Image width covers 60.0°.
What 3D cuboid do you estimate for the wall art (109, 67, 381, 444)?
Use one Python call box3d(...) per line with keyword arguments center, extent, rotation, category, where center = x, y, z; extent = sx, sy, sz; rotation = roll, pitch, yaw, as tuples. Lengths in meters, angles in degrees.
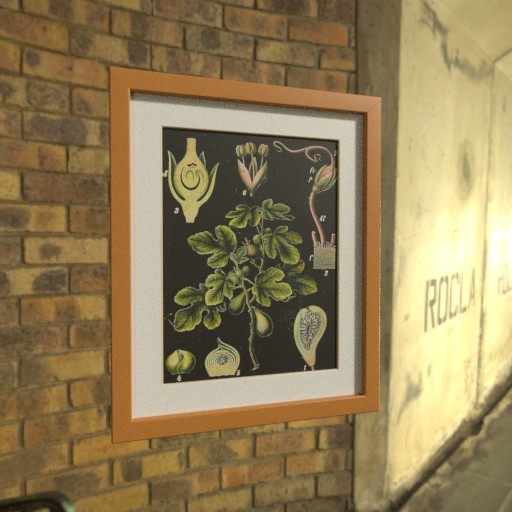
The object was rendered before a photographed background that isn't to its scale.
box3d(center=(0.000, 0.000, 0.496), extent=(0.310, 0.379, 0.015), rotation=(0, 1, -17), category="wall art")
